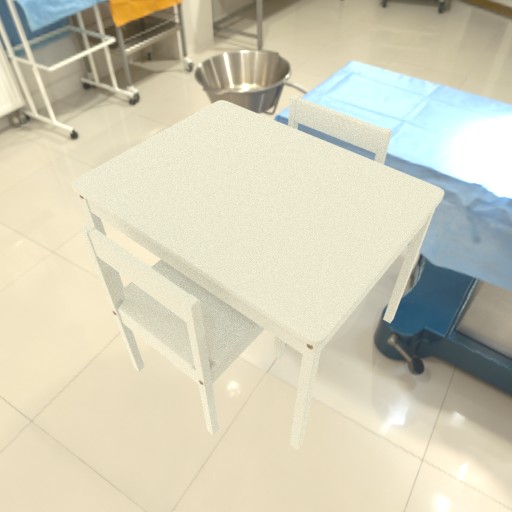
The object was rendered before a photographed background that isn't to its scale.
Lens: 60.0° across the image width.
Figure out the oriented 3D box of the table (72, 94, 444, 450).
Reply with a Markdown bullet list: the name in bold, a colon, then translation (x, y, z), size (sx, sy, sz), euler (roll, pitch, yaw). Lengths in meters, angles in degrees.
- **table**: translation (0.000, 0.000, 1.108), size (0.650, 0.503, 0.672), euler (30, 53, 26)
